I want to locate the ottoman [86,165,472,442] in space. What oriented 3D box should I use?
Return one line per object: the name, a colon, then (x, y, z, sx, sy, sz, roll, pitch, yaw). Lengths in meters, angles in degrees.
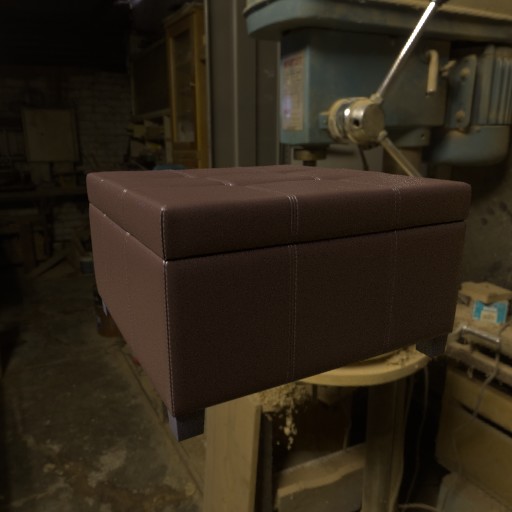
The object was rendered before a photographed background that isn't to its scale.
ottoman: (0.000, 0.000, 1.271, 0.788, 0.460, 0.787, -8, 17, -28)
